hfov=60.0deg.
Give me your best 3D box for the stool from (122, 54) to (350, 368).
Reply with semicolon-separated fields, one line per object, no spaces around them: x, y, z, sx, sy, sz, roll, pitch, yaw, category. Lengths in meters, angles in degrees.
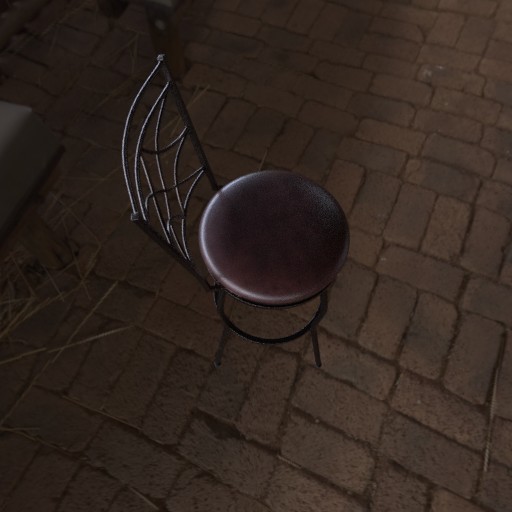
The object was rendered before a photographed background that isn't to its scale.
0.000;0.000;1.386;0.534;1.117;0.434;1;63;0;stool
